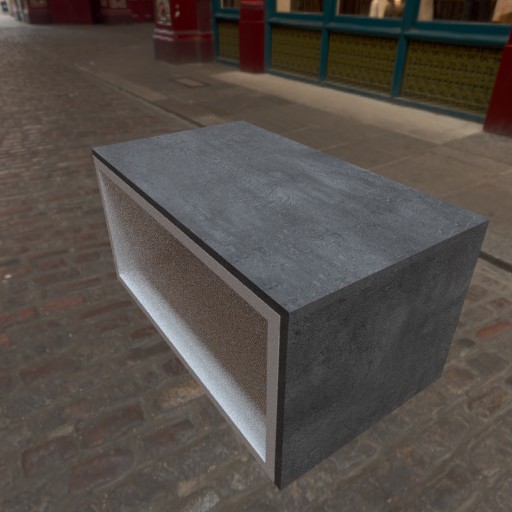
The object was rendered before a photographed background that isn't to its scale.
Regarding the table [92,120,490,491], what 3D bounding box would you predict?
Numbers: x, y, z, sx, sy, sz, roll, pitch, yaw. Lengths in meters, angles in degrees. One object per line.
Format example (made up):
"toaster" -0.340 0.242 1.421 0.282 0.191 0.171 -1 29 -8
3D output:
"table" 0.000 0.000 0.927 0.400 0.350 0.700 -20 37 -29
